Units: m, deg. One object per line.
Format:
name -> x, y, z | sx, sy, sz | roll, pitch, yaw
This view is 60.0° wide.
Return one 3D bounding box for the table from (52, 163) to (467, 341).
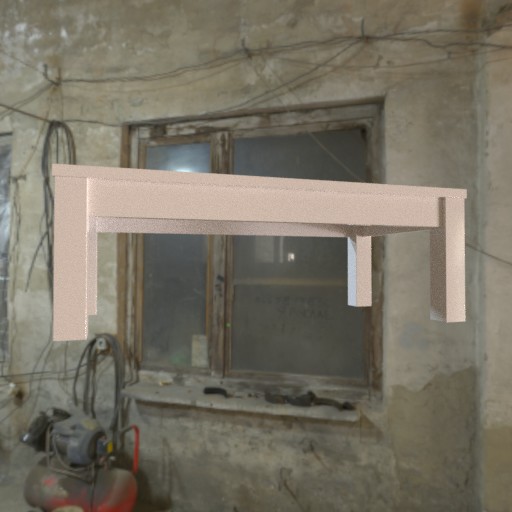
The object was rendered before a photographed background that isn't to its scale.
table -> 0.000, 0.000, 1.702 | 1.350, 0.470, 0.700 | 0, -1, -17
